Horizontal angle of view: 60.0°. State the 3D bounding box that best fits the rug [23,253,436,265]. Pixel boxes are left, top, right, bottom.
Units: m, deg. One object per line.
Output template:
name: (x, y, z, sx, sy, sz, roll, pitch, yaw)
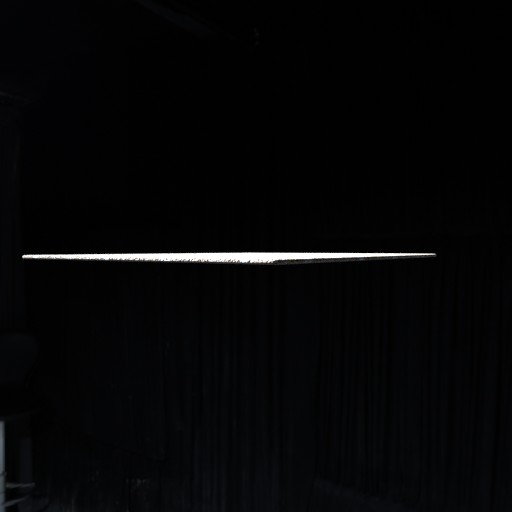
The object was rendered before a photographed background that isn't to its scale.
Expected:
rug: (0.000, 0.000, 4.066, 2.438, 0.029, 3.047, 1, 1, 36)
